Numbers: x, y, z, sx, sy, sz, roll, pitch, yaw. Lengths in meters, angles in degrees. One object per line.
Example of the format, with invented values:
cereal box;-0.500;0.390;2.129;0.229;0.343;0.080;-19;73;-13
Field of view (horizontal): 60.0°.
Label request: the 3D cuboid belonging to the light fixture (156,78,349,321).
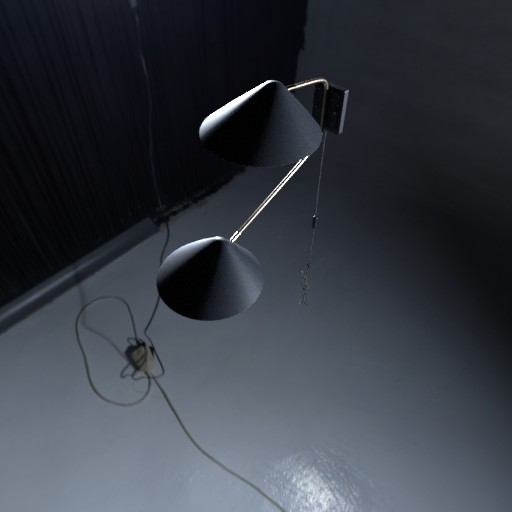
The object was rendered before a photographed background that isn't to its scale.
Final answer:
light fixture;0.000;0.000;0.861;0.189;0.665;0.422;33;54;28
